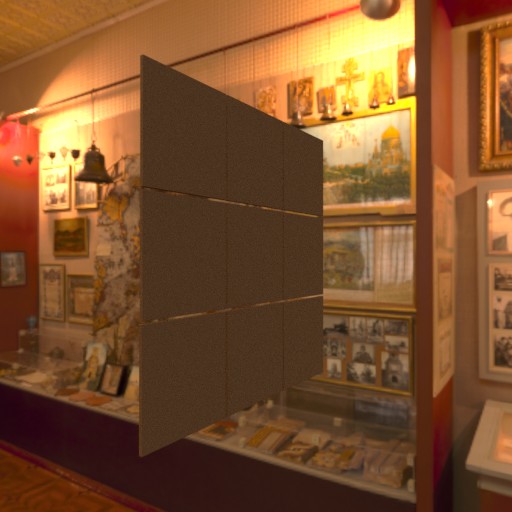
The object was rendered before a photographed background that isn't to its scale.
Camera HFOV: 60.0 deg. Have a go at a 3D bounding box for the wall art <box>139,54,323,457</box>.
[{"bbox_3d":[0.000,0.000,1.836,0.013,1.216,1.216,0,0,35],"label":"wall art"}]
